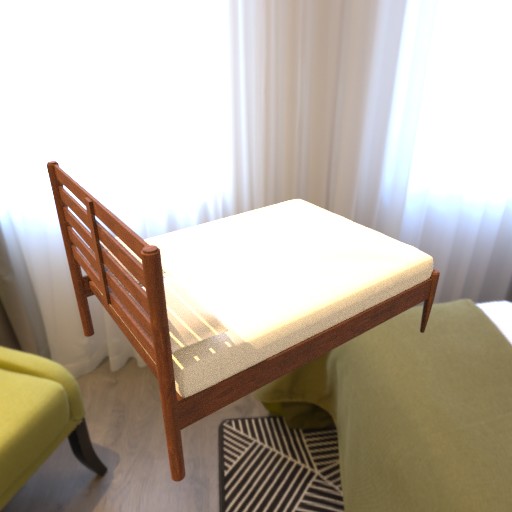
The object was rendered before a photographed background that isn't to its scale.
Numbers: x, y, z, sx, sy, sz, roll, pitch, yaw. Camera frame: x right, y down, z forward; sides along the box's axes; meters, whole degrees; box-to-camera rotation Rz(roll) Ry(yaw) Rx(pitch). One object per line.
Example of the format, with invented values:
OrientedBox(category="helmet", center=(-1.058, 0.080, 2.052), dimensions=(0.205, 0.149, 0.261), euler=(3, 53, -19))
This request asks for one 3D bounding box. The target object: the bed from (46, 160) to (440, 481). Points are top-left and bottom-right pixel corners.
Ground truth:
OrientedBox(category="bed", center=(0.000, 0.000, 3.007), dimensions=(2.093, 1.304, 1.509), euler=(-19, 33, -31))
